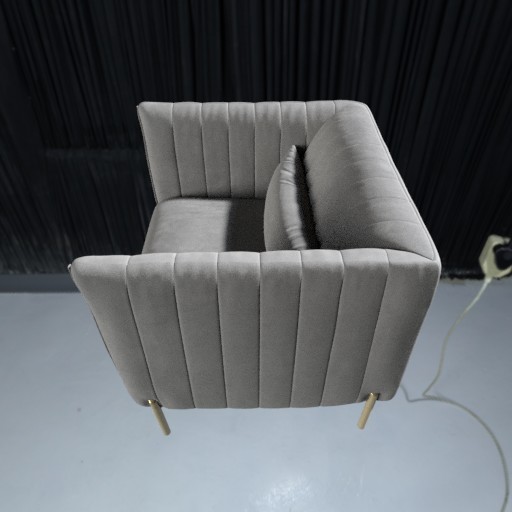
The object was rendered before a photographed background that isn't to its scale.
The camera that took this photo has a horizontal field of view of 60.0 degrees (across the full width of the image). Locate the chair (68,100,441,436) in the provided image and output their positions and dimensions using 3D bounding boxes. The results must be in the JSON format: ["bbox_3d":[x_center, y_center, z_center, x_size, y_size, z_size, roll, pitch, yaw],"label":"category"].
[{"bbox_3d":[0.000,0.000,1.581,0.873,0.779,0.981,-1,42,-1],"label":"chair"}]
